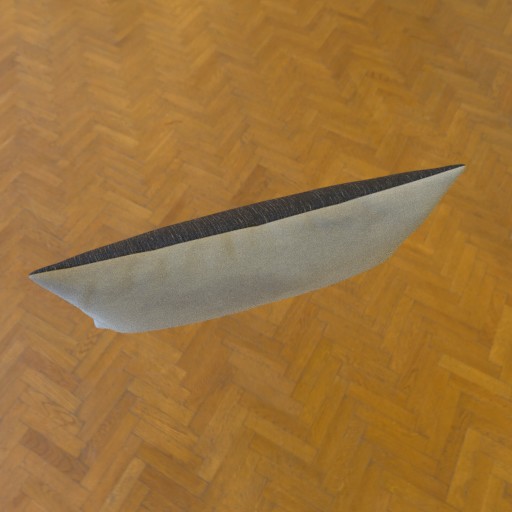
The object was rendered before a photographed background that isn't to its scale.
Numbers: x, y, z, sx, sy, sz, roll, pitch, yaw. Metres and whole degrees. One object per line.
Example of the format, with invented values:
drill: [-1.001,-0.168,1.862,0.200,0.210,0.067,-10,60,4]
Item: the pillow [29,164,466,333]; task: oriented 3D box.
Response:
pillow: [0.000,0.000,0.731,0.608,0.305,0.156,-15,61,-8]
